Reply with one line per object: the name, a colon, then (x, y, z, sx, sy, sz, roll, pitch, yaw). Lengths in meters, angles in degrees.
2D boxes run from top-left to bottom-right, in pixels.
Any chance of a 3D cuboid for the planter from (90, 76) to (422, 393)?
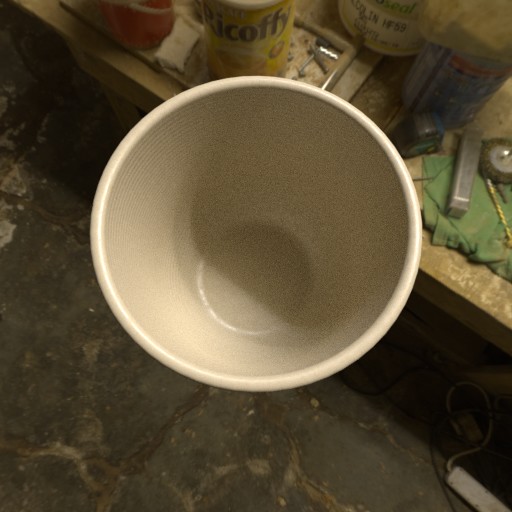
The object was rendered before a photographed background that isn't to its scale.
planter: (0.000, 0.000, 0.299, 0.170, 0.153, 0.170, 0, 75, 0)
